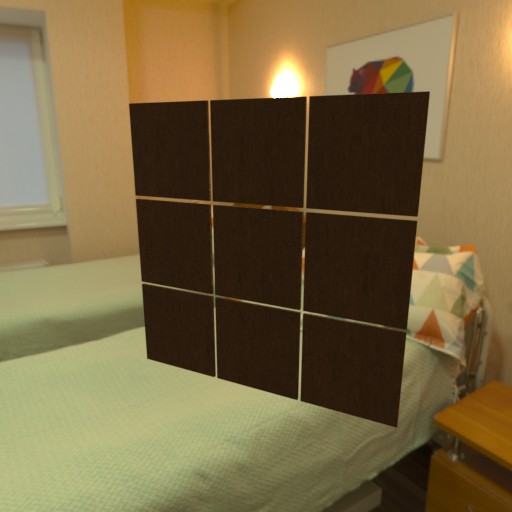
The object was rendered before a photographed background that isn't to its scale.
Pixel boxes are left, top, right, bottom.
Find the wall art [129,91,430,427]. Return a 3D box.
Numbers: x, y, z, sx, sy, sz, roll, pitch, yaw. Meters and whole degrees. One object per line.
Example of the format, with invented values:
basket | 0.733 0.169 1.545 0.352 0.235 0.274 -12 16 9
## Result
wall art | 0.000 0.000 1.807 1.215 1.213 0.013 7 17 26
